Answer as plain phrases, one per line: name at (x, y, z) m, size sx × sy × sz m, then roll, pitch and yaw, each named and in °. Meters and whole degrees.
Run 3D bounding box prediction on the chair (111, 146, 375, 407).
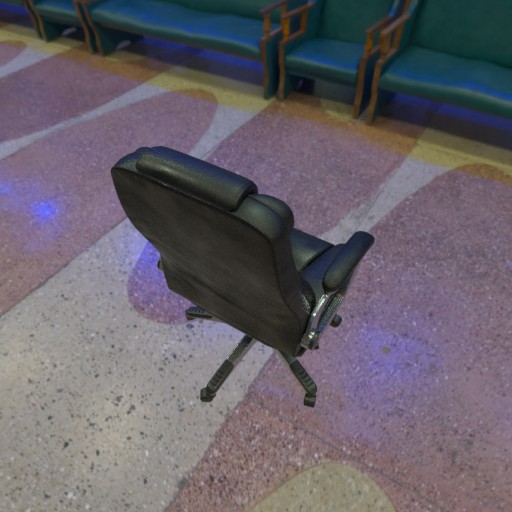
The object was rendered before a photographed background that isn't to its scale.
chair at (0.000, 0.000, 1.521) m, size 0.697 × 1.075 × 0.689 m, roll 25°, pitch 51°, yaw 22°
